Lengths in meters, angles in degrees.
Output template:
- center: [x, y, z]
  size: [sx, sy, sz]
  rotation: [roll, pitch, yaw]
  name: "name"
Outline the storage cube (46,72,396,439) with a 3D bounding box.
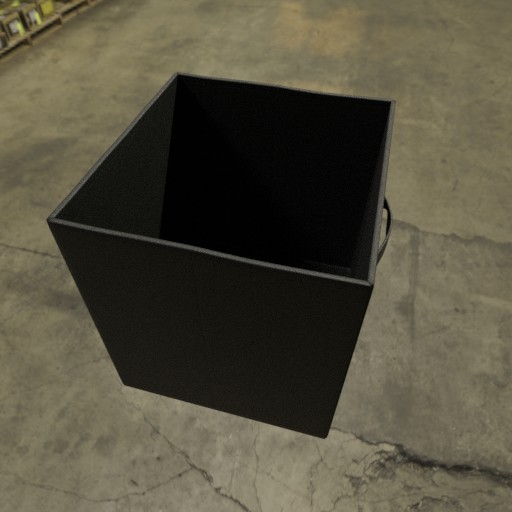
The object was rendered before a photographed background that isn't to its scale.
- center: [0.000, 0.000, 0.507]
  size: [0.270, 0.280, 0.270]
  rotation: [11, 48, 10]
  name: "storage cube"
